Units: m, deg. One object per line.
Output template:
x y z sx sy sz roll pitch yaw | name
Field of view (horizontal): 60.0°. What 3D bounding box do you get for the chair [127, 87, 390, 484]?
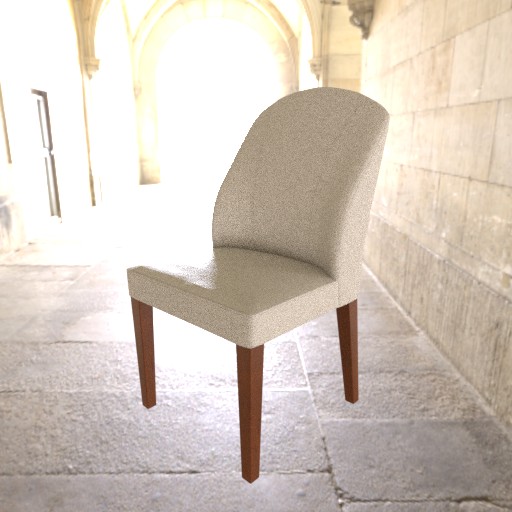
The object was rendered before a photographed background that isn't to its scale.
0.000 0.000 1.197 0.472 0.893 0.540 14 21 42 | chair
